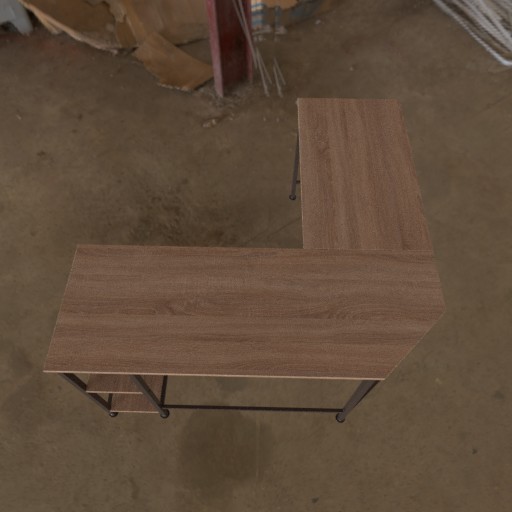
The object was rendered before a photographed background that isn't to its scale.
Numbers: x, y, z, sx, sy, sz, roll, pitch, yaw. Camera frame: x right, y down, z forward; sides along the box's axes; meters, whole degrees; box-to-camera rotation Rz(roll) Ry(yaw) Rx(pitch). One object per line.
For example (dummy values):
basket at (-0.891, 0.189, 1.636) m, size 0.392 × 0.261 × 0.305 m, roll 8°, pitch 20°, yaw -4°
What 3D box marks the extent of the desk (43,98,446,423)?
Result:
desk at (0.000, 0.000, 2.134) m, size 1.379 × 0.739 × 1.379 m, roll 1°, pitch 58°, yaw 1°
